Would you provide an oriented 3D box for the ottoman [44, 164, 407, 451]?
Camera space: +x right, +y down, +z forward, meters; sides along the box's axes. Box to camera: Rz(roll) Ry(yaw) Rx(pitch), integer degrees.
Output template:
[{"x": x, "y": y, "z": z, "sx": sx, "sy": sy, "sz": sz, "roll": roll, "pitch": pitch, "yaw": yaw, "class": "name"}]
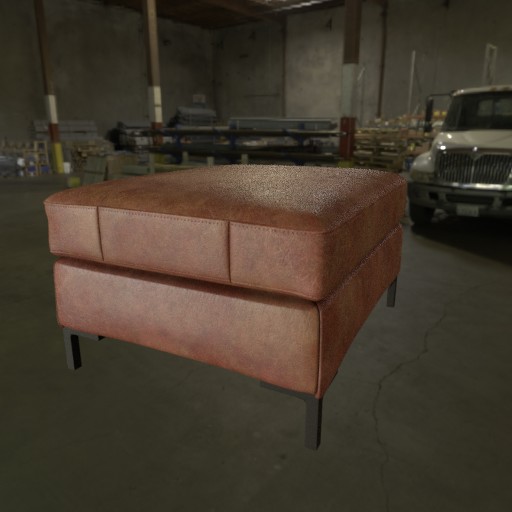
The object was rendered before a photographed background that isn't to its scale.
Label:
[{"x": 0.000, "y": 0.000, "z": 1.774, "sx": 0.965, "sy": 0.667, "sz": 1.186, "roll": 8, "pitch": 18, "yaw": 26, "class": "ottoman"}]
